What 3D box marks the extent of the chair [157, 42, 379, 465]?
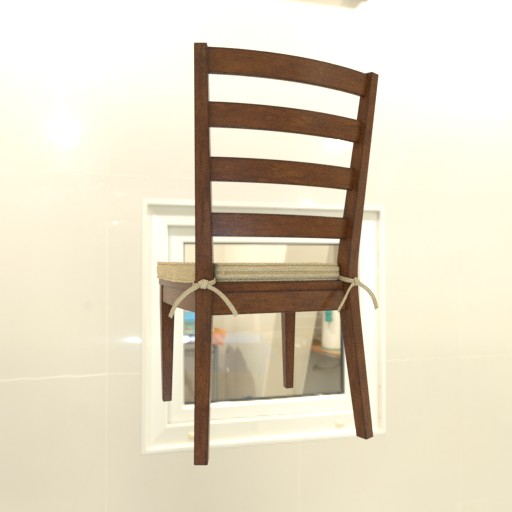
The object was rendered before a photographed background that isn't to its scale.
[{"bbox_3d":[0.000,0.000,1.351,0.593,0.979,0.595,0,-1,-20],"label":"chair"}]
